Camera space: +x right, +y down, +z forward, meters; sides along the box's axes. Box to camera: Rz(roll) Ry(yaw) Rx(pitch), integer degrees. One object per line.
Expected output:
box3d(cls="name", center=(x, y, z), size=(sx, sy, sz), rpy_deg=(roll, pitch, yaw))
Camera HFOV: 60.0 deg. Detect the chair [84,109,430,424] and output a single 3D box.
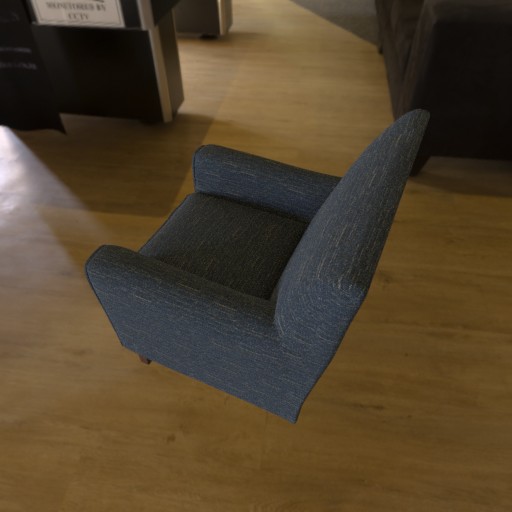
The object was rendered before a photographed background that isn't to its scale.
box3d(cls="chair", center=(0.000, 0.000, 1.623), size=(0.873, 0.928, 0.864), rpy_deg=(18, 48, 17))
